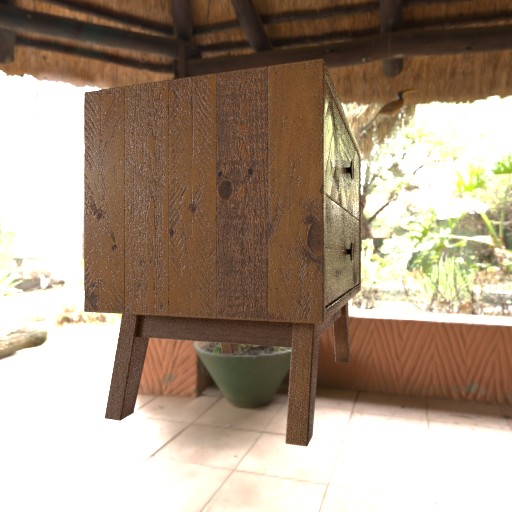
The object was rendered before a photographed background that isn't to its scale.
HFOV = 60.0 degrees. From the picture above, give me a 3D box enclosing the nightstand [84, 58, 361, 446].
[{"bbox_3d":[0.000,0.000,1.044,0.450,0.599,0.650,0,0,18],"label":"nightstand"}]
